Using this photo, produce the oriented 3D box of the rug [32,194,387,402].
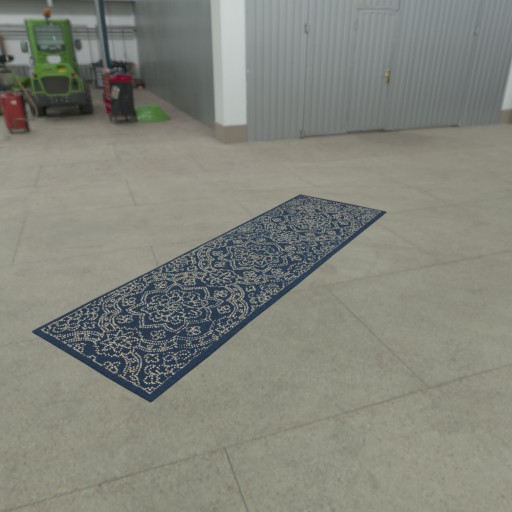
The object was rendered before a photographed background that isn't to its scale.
[{"bbox_3d":[0.000,0.000,2.702,0.769,0.012,2.448,17,30,31],"label":"rug"}]
